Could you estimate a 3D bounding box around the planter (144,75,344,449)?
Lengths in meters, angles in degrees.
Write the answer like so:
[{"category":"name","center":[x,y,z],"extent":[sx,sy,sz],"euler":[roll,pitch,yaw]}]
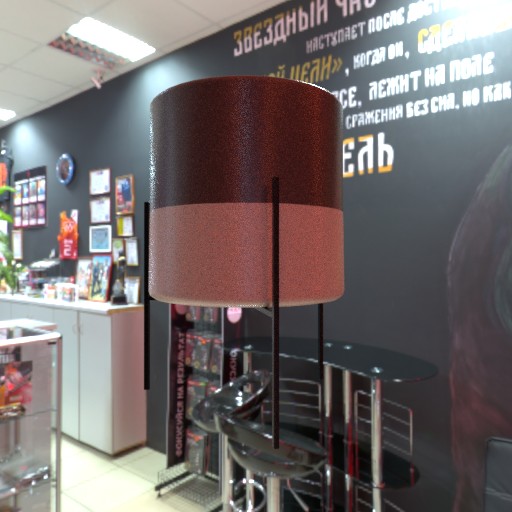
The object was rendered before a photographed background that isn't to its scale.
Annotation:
[{"category":"planter","center":[0.000,0.000,0.535],"extent":[0.250,0.353,0.260],"euler":[0,0,-19]}]
